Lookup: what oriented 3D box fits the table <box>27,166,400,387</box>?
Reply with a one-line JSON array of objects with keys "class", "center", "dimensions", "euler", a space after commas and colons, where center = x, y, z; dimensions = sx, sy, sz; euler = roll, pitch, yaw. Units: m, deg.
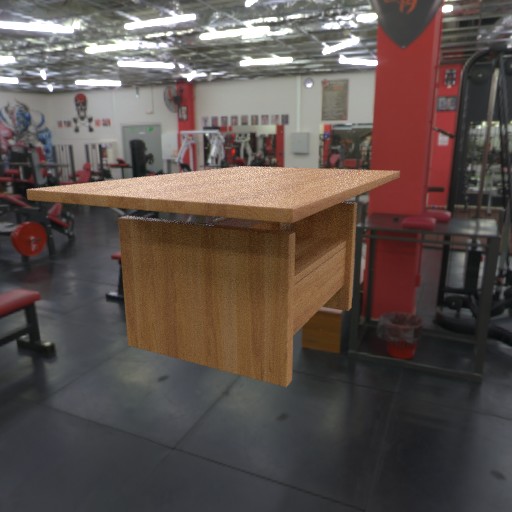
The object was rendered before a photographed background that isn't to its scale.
[{"class": "table", "center": [0.000, 0.000, 1.467], "dimensions": [0.700, 0.510, 1.100], "euler": [7, 16, 26]}]
